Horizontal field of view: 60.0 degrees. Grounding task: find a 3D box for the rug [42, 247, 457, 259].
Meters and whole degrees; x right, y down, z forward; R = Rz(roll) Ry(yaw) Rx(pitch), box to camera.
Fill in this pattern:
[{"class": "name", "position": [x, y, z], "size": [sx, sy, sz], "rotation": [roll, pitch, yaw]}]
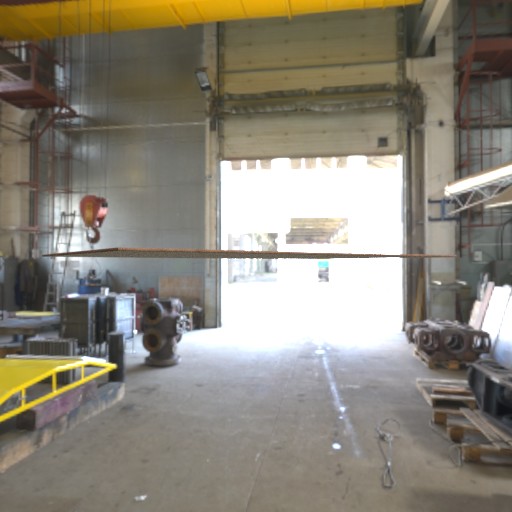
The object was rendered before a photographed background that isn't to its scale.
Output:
[{"class": "rug", "position": [0.000, 0.000, 3.059], "size": [2.438, 0.014, 1.524], "rotation": [1, -1, -36]}]
